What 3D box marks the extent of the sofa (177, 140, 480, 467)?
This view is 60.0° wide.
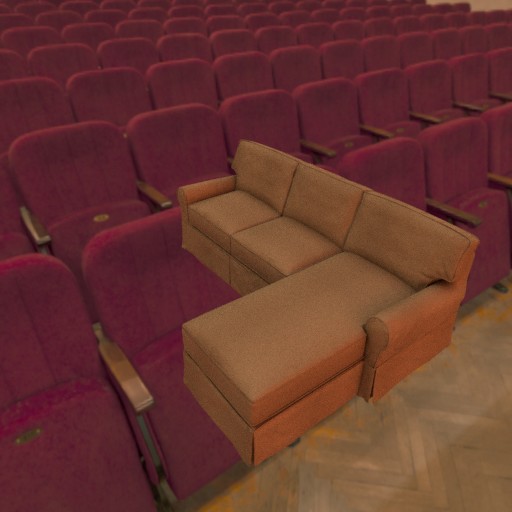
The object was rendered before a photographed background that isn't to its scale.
[{"bbox_3d":[0.000,0.000,3.326,1.733,0.978,2.475,-22,38,-30],"label":"sofa"}]
